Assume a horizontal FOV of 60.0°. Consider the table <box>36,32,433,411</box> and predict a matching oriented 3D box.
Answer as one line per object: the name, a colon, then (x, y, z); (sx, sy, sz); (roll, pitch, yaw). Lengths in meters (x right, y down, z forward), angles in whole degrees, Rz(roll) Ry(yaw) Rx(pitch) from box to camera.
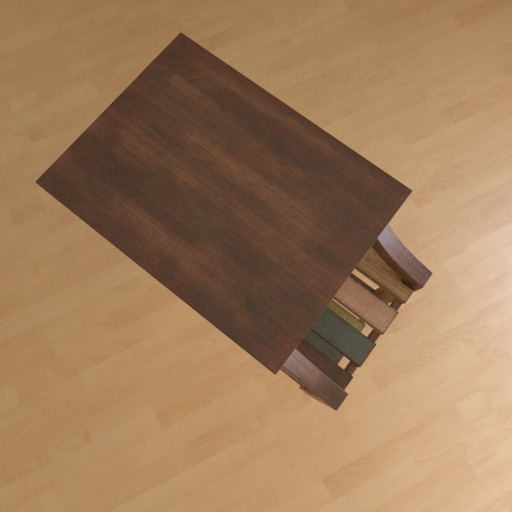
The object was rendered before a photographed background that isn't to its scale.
table: (0.000, 0.000, 0.972); (0.609, 0.584, 0.356); (37, 79, 9)
